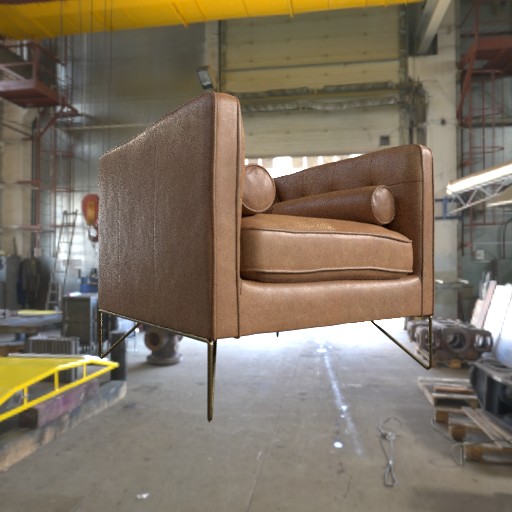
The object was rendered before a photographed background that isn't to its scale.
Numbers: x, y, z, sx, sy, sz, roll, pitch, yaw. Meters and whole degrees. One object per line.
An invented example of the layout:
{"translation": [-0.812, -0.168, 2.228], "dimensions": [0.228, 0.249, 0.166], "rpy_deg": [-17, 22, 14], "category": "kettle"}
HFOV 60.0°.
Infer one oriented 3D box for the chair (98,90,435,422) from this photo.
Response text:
{"translation": [0.000, 0.000, 1.640], "dimensions": [0.920, 0.797, 0.912], "rpy_deg": [1, -1, -36], "category": "chair"}
